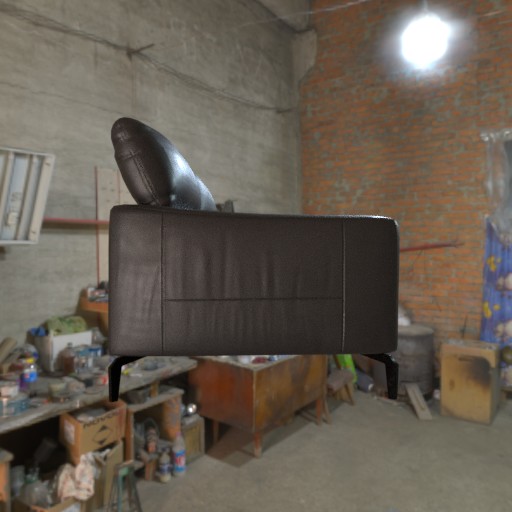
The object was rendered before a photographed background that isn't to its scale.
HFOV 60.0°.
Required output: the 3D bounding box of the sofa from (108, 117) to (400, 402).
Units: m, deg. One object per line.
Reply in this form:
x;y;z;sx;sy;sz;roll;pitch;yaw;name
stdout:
0.000;0.000;2.122;0.958;0.920;1.596;0;0;1;sofa
